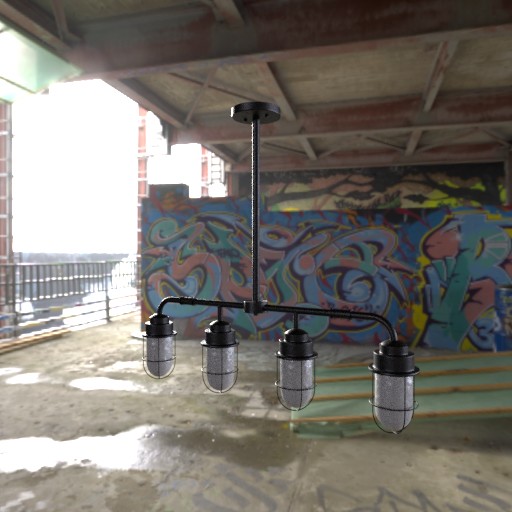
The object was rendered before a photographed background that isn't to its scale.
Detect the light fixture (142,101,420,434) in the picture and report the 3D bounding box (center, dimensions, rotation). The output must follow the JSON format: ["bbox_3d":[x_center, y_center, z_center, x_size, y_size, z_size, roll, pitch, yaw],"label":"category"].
[{"bbox_3d":[0.000,0.000,1.194,0.852,0.785,0.131,0,1,34],"label":"light fixture"}]
